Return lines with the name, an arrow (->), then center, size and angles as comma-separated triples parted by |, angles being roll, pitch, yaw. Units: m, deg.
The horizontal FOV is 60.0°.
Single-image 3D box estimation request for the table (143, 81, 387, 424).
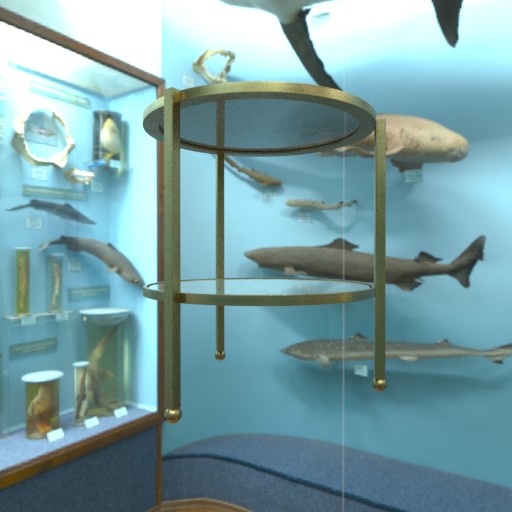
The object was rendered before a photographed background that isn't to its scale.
table -> 0.000, 0.000, 0.450 | 0.231, 0.269, 0.243 | 0, 1, 36
